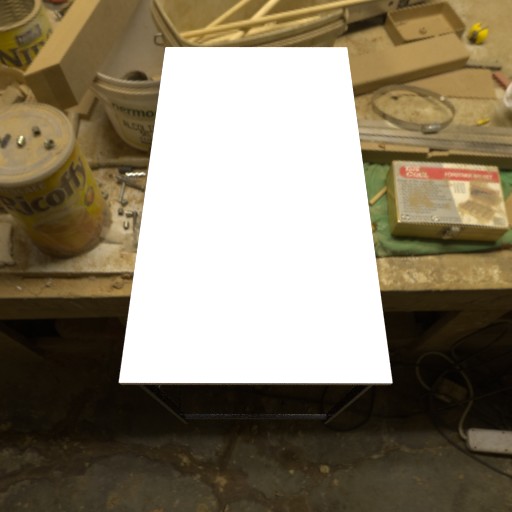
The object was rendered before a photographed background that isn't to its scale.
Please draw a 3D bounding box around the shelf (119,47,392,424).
[{"bbox_3d":[0.000,0.000,1.345,0.498,0.750,0.902,0,63,0],"label":"shelf"}]
